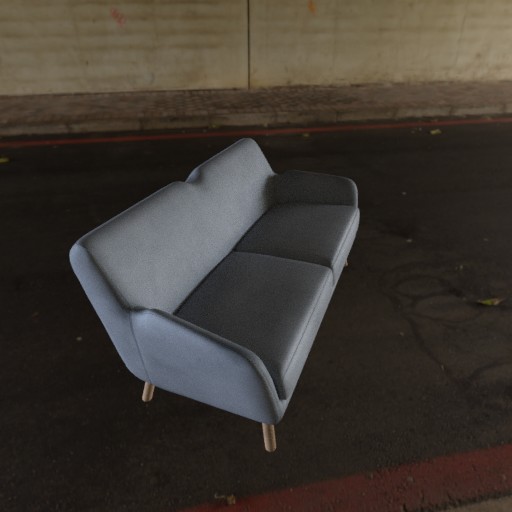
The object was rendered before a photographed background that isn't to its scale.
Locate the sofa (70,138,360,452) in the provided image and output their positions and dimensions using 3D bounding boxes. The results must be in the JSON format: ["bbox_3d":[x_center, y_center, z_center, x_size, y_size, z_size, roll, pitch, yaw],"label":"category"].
[{"bbox_3d":[0.000,0.000,2.328,0.850,0.810,1.870,10,30,18],"label":"sofa"}]
